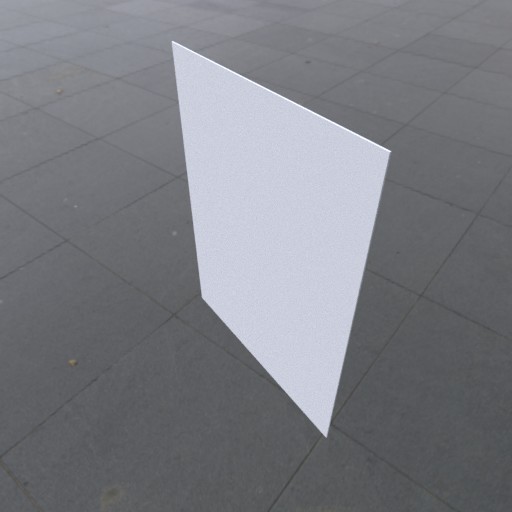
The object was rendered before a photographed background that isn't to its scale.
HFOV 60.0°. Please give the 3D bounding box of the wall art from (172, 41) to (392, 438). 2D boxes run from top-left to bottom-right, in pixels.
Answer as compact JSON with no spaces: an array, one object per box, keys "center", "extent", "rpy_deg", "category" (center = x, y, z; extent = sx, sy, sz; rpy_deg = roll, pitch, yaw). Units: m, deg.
[{"center":[0.000,0.000,0.788],"extent":[0.003,0.610,0.457],"rpy_deg":[-26,48,-26],"category":"wall art"}]
